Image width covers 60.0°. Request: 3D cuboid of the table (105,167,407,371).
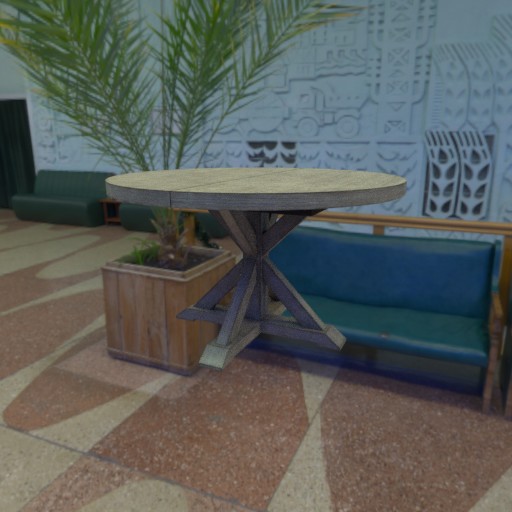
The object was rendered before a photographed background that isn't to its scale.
[{"bbox_3d":[0.000,0.000,2.201,1.363,0.781,1.363,0,15,0],"label":"table"}]
